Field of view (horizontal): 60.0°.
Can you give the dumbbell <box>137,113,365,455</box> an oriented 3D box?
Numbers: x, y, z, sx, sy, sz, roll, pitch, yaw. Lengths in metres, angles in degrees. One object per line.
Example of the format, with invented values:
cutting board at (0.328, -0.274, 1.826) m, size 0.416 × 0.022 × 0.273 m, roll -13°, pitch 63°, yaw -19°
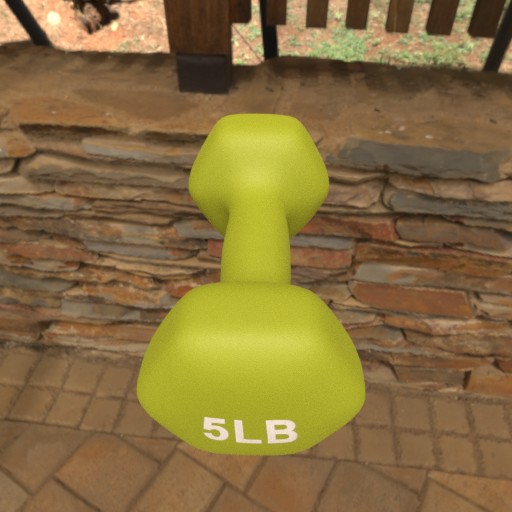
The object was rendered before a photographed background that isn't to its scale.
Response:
dumbbell at (0.000, 0.000, 0.203) m, size 0.080 × 0.072 × 0.164 m, roll 1°, pitch 42°, yaw 2°
